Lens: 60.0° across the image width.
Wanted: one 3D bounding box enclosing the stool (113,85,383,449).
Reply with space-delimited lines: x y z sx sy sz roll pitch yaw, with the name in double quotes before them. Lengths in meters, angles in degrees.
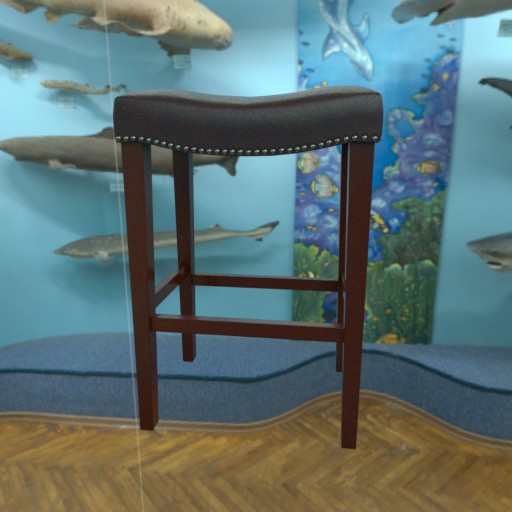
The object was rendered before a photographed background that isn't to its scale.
"stool" 0.000 0.000 1.053 0.504 0.742 0.372 2 15 8
